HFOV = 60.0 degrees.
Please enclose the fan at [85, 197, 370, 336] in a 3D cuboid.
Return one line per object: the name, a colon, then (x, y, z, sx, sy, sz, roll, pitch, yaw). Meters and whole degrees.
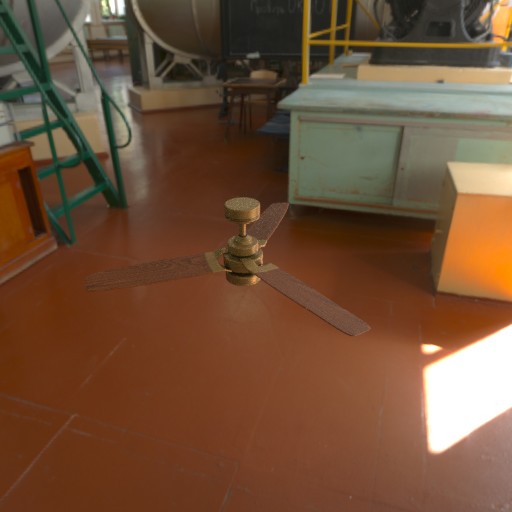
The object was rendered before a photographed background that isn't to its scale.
fan: (0.000, 0.000, 2.135, 1.416, 0.425, 1.271, -21, 35, -33)
